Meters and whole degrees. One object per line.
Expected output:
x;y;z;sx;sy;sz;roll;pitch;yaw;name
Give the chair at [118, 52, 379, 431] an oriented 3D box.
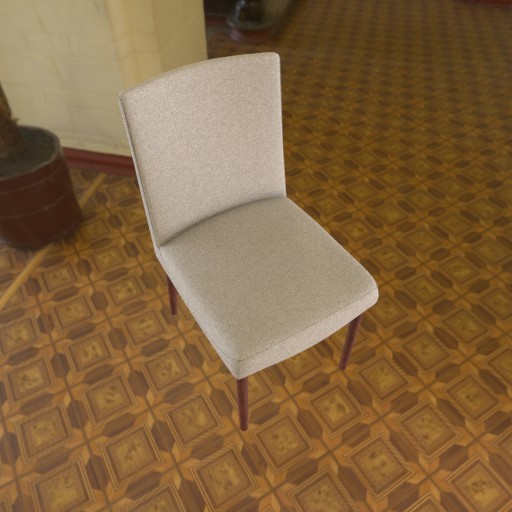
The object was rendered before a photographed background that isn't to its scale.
0.000;0.000;1.215;0.456;0.859;0.570;-24;51;-21;chair
